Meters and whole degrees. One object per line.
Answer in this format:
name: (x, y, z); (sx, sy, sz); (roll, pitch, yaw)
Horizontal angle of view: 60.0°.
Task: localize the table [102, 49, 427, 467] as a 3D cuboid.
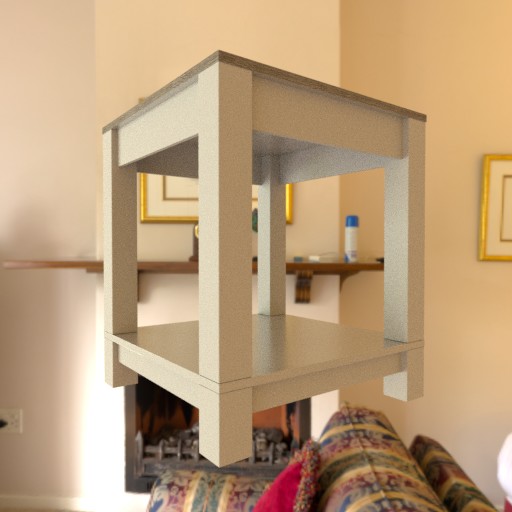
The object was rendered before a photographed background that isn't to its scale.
table: (0.000, 0.000, 0.975); (0.506, 0.587, 0.504); (-1, 1, -37)
